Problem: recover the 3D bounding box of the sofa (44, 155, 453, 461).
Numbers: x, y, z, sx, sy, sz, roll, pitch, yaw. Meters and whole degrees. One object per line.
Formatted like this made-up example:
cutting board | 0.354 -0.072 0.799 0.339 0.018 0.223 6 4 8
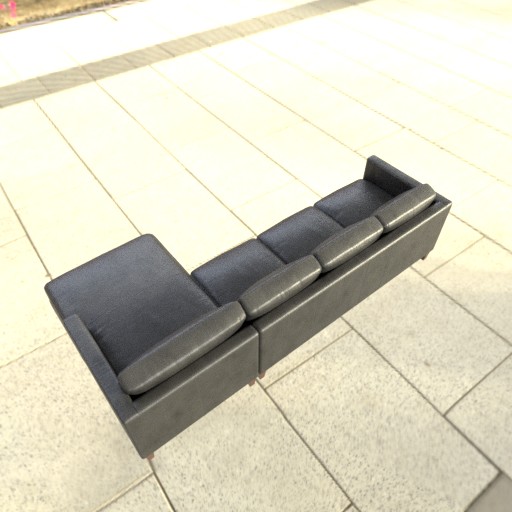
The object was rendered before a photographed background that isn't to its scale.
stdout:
sofa | 0.000 0.000 3.871 3.203 0.883 1.581 -30 54 -25
